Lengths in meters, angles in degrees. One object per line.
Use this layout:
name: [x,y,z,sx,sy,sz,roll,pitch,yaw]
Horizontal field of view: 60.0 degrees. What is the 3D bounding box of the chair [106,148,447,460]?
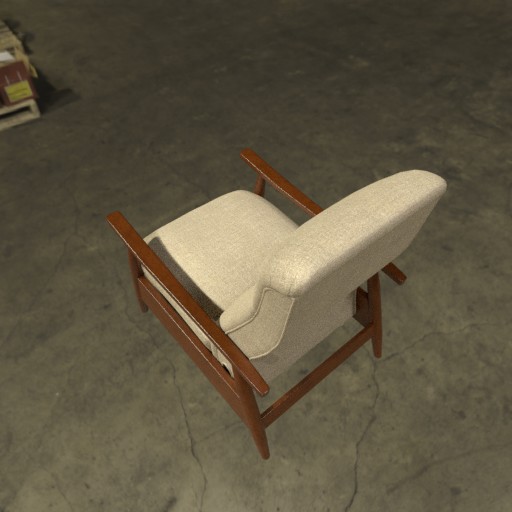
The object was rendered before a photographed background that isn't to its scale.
chair: [0.000,0.000,1.775,0.762,1.082,1.014,-32,55,-26]
